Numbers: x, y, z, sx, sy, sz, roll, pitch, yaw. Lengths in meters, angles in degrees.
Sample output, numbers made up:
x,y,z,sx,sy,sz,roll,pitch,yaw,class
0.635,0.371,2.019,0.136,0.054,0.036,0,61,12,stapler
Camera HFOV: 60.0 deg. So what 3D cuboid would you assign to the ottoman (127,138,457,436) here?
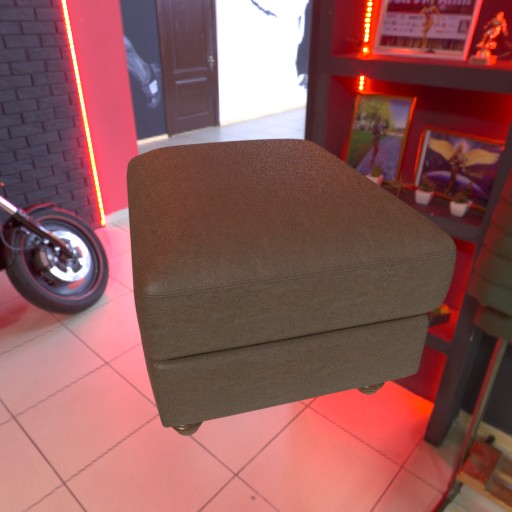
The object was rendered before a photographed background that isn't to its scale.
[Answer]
x,y,z,sx,sy,sz,roll,pitch,yaw,class
0.000,0.000,1.176,0.635,0.508,0.787,-8,30,-13,ottoman
